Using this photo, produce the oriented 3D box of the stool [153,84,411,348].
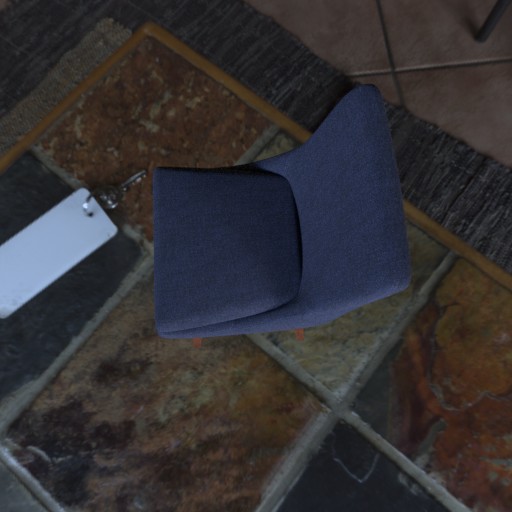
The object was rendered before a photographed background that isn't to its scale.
[{"bbox_3d":[0.000,0.000,1.368,0.572,1.068,0.489,-4,75,-1],"label":"stool"}]
